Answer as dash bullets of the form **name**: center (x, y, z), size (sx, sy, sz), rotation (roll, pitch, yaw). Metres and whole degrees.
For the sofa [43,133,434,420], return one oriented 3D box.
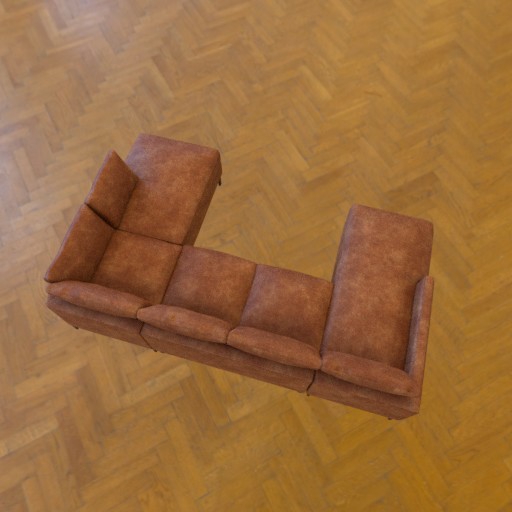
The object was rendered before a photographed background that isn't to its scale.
- **sofa**: center (0.000, 0.000, 3.861), size (2.956, 0.900, 1.939), rotation (14, 65, 7)
